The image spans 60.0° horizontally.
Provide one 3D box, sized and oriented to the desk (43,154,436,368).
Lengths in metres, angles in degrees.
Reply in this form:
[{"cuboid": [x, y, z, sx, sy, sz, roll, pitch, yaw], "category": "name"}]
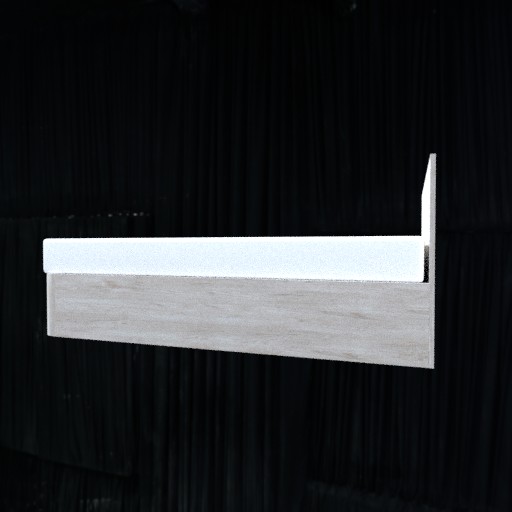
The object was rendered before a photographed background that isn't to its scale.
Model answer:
[{"cuboid": [0.000, 0.000, 2.624, 1.900, 0.800, 1.400, 0, 1, 19], "category": "desk"}]
